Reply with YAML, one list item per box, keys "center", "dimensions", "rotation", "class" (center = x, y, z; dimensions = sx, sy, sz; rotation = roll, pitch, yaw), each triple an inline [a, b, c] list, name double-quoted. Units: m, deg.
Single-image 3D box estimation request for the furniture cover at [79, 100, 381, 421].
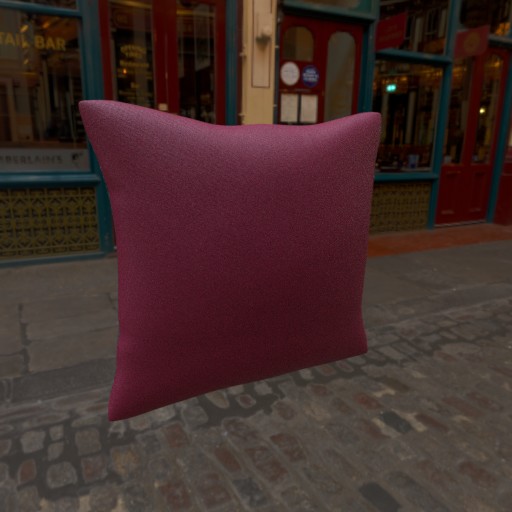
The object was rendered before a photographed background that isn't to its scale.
- center: [0.000, 0.000, 0.795]
  dimensions: [0.552, 0.509, 0.193]
  rotation: [-7, 16, -26]
  class: "furniture cover"
